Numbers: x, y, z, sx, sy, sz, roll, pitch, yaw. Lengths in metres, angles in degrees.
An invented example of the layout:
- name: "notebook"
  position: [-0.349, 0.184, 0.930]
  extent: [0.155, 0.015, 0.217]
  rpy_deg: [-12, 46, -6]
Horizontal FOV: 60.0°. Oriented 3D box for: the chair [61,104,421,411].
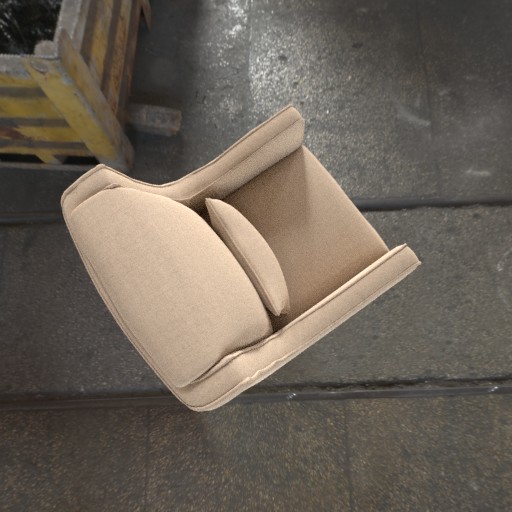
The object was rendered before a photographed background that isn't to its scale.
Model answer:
- name: "chair"
  position: [0.000, 0.000, 1.587]
  extent: [0.879, 0.993, 0.732]
  rpy_deg: [-34, 78, -8]
